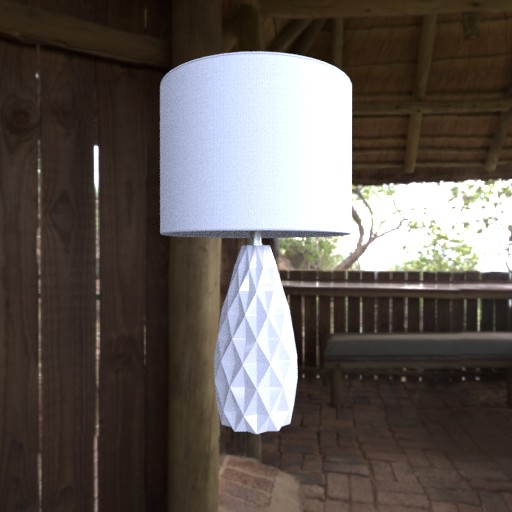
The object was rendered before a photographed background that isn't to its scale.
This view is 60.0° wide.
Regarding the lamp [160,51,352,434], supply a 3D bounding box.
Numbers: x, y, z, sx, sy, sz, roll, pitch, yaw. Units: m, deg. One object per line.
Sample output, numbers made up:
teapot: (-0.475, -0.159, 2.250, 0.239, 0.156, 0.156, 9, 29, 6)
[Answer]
lamp: (0.000, 0.000, 0.704, 0.297, 0.522, 0.297, 0, 0, 0)
